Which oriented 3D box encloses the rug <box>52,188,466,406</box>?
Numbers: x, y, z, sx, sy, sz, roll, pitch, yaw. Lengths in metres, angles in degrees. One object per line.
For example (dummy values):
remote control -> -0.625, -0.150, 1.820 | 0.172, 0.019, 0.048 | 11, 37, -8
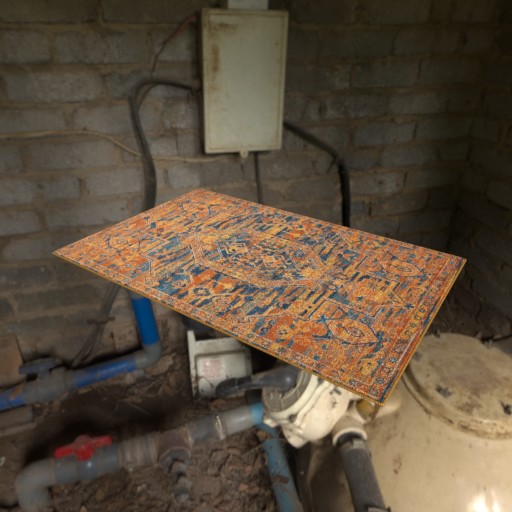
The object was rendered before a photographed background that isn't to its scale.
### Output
rug -> 0.000, 0.000, 1.095 | 0.863, 0.008, 0.557 | 19, 34, 30
